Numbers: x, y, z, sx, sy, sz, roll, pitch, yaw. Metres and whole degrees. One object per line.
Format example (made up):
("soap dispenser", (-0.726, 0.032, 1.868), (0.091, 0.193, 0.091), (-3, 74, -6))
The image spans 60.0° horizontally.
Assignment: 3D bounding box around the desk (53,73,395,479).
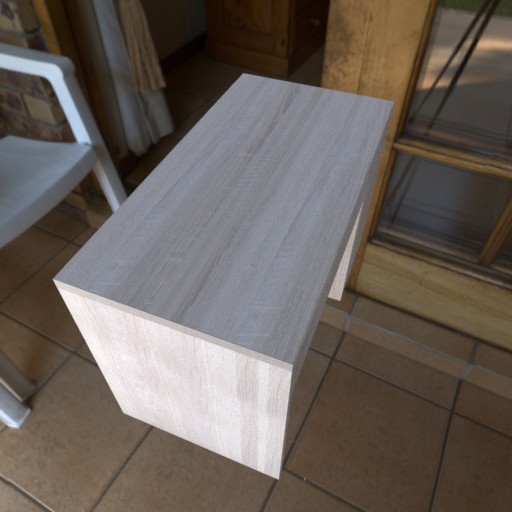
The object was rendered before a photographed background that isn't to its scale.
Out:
("desk", (0.000, 0.000, 1.549), (0.600, 0.731, 1.100), (17, 50, 15))
